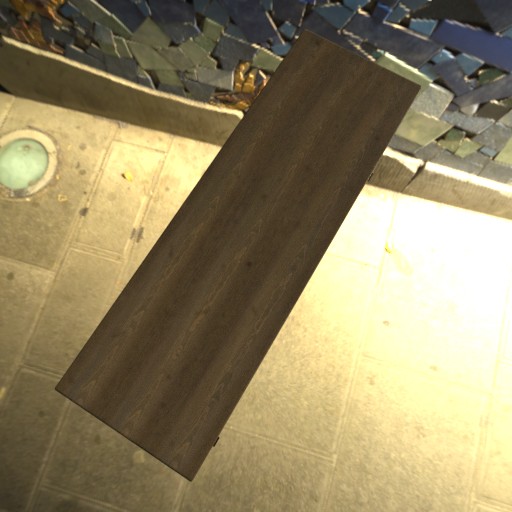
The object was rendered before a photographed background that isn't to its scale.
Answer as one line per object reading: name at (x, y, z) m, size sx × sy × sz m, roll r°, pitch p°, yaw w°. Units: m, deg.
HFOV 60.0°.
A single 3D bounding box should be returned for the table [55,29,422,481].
table at (0.000, 0.000, 2.063) m, size 0.551 × 0.902 × 1.700 m, roll 30°, pitch 77°, yaw 8°
